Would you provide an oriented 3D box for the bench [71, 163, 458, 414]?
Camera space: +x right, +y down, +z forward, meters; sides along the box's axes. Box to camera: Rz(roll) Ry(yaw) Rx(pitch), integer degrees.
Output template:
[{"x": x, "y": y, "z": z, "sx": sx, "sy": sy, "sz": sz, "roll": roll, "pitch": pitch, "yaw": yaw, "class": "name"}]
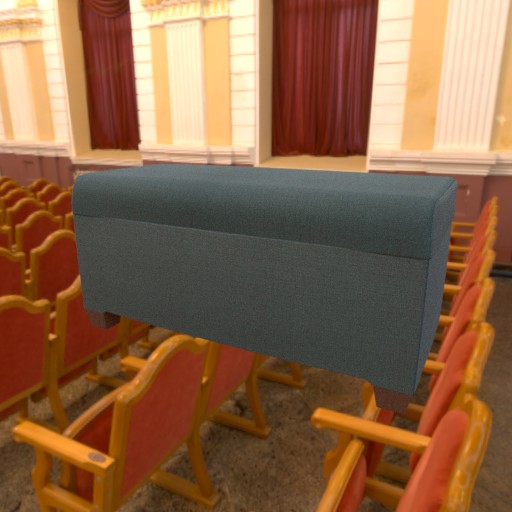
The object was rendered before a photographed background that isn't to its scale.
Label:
[{"x": 0.000, "y": 0.000, "z": 1.264, "sx": 0.995, "sy": 0.474, "sz": 0.476, "roll": 9, "pitch": 18, "yaw": 27, "class": "bench"}]
